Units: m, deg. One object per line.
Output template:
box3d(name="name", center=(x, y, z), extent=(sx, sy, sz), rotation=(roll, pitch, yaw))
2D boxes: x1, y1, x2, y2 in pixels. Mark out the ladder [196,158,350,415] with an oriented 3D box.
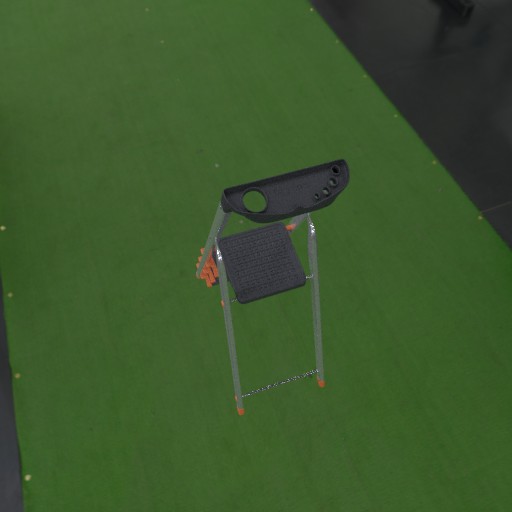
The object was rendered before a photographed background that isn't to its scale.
box3d(name="ladder", center=(0.000, 0.000, 1.783), extent=(0.452, 1.429, 0.834), rotation=(-16, 60, -10))
